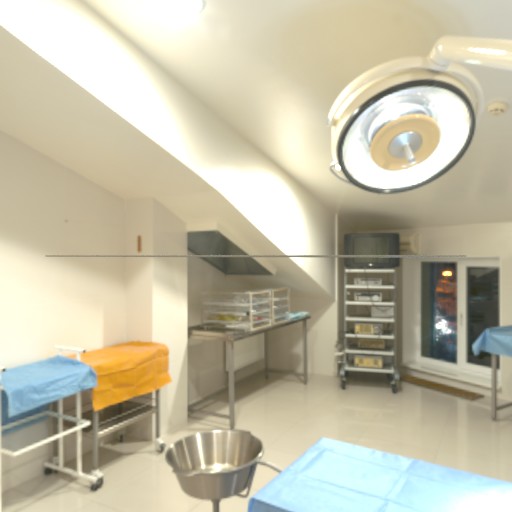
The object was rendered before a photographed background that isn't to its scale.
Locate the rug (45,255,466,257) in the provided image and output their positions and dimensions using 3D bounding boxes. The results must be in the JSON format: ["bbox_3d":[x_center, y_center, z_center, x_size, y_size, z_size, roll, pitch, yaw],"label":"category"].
[{"bbox_3d":[0.000,0.000,4.280,3.307,0.013,2.393,0,0,36],"label":"rug"}]
